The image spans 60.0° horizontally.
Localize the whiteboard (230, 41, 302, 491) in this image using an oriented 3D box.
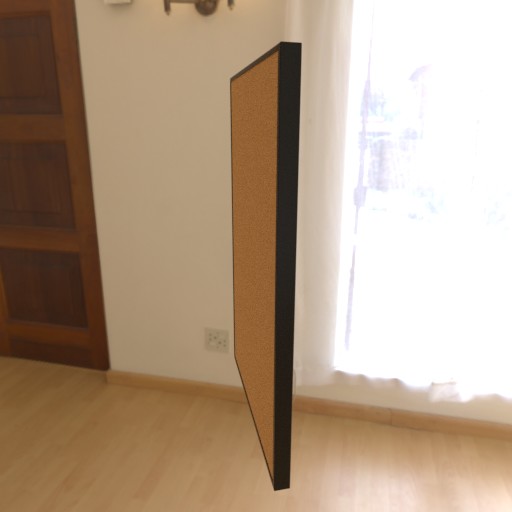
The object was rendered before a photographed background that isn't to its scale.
[{"bbox_3d":[0.000,0.000,0.766,0.026,0.611,0.406,-3,17,-11],"label":"whiteboard"}]
